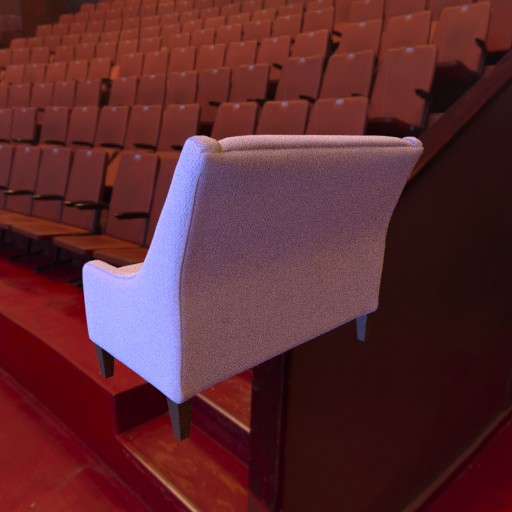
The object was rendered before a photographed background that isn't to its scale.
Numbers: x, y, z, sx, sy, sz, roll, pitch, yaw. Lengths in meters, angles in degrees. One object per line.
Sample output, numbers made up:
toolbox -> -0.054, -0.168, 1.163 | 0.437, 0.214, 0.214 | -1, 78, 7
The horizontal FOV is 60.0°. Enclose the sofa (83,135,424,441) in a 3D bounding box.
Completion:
sofa -> 0.000, 0.000, 1.952 | 1.242, 1.022, 0.870 | -14, 20, -42
